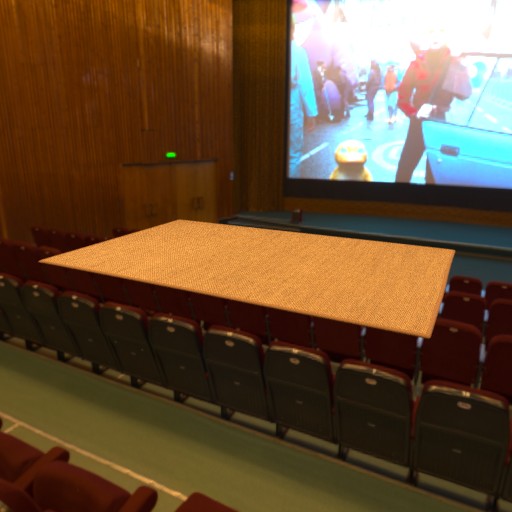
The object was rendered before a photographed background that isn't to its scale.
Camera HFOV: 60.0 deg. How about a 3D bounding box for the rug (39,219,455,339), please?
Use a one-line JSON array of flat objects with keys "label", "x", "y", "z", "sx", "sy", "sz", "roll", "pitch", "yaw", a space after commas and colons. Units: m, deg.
[{"label": "rug", "x": 0.000, "y": 0.000, "z": 2.088, "sx": 1.668, "sy": 0.012, "sz": 1.061, "roll": 8, "pitch": 18, "yaw": 26}]
